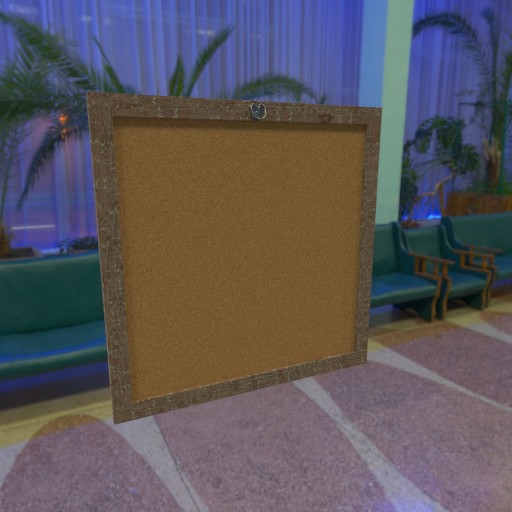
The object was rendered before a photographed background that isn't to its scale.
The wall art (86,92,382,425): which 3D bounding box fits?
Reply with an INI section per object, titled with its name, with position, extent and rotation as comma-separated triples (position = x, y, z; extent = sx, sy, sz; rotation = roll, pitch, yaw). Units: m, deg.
[wall art]
position = 0.000, 0.000, 0.573
extent = 0.380, 0.380, 0.022
rotation = -6, 14, -25
